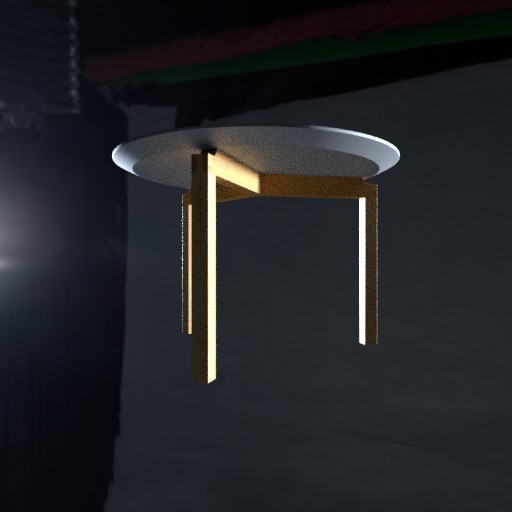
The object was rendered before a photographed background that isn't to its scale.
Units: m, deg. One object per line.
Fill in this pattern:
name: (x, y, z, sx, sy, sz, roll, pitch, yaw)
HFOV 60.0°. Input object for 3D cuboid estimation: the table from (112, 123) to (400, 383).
table: (0.000, 0.000, 0.974, 0.600, 0.405, 0.600, 0, 0, 0)
